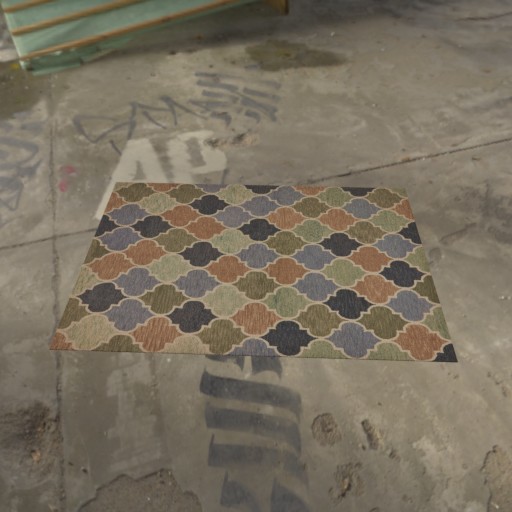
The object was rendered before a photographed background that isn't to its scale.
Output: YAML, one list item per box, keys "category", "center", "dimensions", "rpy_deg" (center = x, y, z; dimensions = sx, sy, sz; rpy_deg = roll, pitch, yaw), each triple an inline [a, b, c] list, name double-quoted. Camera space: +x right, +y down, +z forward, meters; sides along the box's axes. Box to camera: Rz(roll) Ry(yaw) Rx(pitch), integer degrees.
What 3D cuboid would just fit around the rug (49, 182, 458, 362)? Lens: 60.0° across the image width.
- category: "rug"
  center: [0.000, 0.000, 2.393]
  dimensions: [1.828, 0.006, 1.216]
  rpy_deg: [1, 47, 1]
